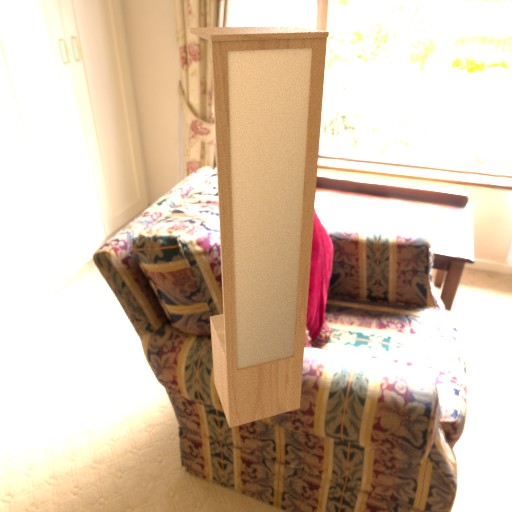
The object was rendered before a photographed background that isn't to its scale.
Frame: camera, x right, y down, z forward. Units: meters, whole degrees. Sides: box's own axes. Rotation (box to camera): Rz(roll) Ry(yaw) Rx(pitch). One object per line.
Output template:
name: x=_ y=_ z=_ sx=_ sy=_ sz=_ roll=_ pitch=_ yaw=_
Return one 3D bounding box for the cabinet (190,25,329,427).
cabinet: x=0.000 y=0.000 z=2.061 sx=0.411 sy=1.879 sz=0.338 roll=-10 pitch=32 yaw=-16
